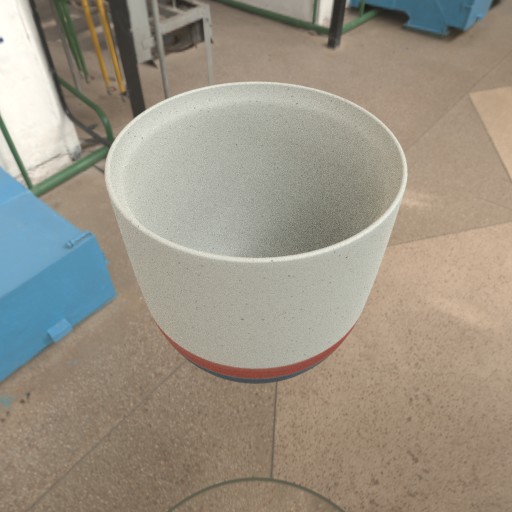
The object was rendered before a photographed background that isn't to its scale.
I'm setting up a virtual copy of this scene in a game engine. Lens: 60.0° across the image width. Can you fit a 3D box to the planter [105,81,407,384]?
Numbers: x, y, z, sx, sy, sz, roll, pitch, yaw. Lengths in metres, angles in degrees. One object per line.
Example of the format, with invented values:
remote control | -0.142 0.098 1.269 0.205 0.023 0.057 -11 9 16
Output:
planter | 0.000 0.000 0.384 0.204 0.214 0.204 0 48 0
